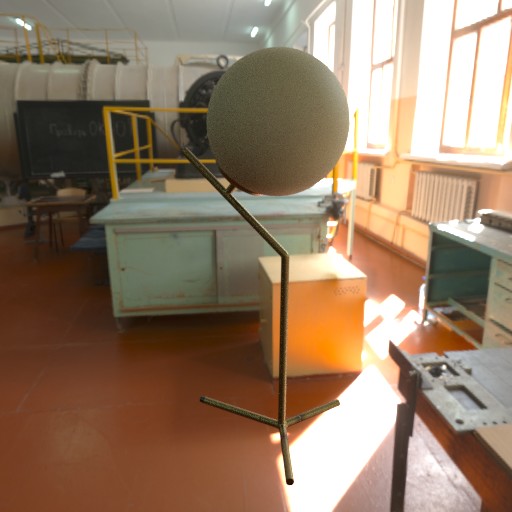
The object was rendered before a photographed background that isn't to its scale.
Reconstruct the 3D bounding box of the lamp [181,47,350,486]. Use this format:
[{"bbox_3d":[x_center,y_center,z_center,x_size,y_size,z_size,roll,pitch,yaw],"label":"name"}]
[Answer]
[{"bbox_3d":[0.000,0.000,0.646,0.251,0.552,0.210,8,17,27],"label":"lamp"}]
